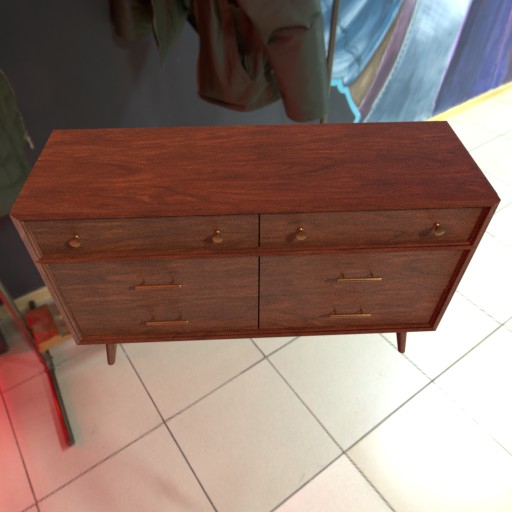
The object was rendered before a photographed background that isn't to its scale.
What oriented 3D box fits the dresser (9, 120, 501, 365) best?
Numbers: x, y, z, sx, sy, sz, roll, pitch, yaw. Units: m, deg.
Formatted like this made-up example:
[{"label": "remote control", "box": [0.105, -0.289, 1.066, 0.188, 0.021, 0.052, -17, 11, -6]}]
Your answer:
[{"label": "dresser", "box": [0.000, 0.000, 1.801, 1.472, 0.889, 0.500, -2, 46, -2]}]
